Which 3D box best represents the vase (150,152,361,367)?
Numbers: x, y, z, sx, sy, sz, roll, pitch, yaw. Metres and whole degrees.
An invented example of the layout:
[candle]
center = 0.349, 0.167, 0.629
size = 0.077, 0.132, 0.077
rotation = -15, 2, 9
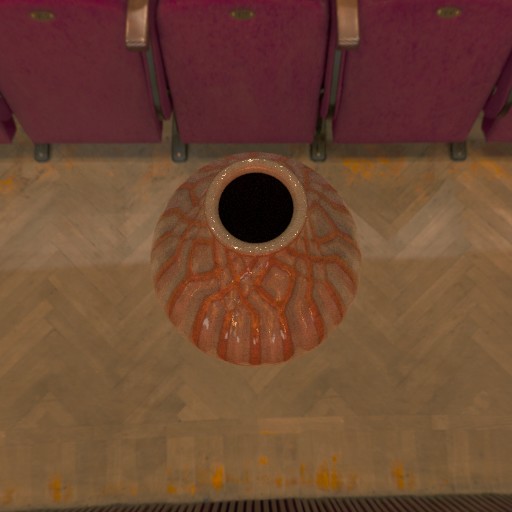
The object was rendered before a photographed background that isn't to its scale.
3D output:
[vase]
center = 0.000, 0.000, 0.270
size = 0.131, 0.175, 0.131
rotation = 0, 76, 0
